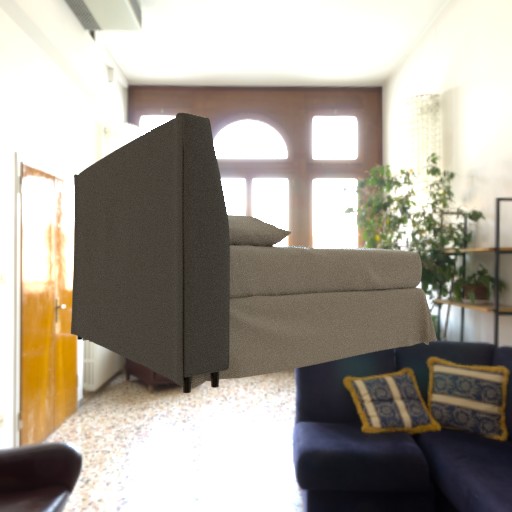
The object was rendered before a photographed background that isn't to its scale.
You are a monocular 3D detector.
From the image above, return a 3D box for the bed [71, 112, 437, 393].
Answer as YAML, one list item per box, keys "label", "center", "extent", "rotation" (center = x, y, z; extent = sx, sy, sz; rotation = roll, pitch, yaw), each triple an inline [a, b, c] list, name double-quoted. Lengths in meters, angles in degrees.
- label: "bed"
  center: [0.000, 0.000, 3.462]
  extent: [2.276, 1.332, 1.925]
  rotation: [1, -1, -37]
